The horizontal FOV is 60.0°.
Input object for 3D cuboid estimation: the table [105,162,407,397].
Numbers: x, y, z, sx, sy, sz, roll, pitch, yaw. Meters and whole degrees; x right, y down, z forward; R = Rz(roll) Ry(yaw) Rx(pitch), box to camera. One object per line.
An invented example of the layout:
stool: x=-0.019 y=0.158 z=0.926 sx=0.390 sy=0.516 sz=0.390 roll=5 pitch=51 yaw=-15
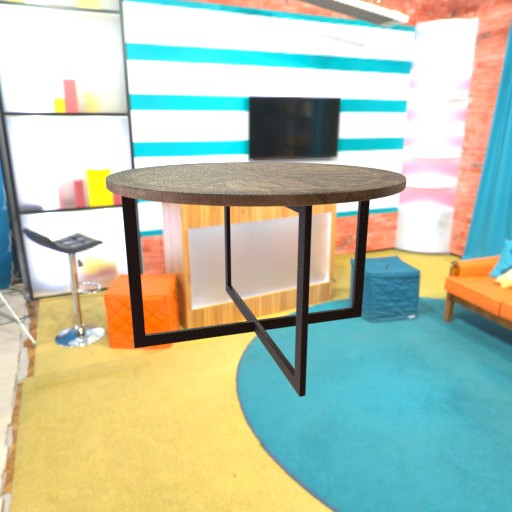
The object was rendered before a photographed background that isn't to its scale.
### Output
table: x=0.000 y=0.000 z=2.063 sx=1.264 sy=0.762 sz=1.264 roll=0 pitch=16 yaw=0
